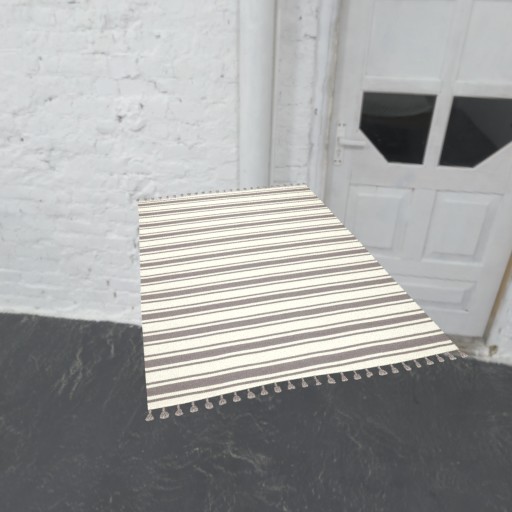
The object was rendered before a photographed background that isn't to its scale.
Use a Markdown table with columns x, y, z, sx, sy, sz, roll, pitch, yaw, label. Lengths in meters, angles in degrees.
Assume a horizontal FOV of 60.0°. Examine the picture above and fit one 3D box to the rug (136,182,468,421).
| x | y | z | sx | sy | sz | roll | pitch | yaw | label |
| --- | --- | --- | --- | --- | --- | --- | --- | --- | --- |
| 0.000 | 0.000 | 3.031 | 1.563 | 0.014 | 2.425 | -7 | 32 | -12 | rug |
